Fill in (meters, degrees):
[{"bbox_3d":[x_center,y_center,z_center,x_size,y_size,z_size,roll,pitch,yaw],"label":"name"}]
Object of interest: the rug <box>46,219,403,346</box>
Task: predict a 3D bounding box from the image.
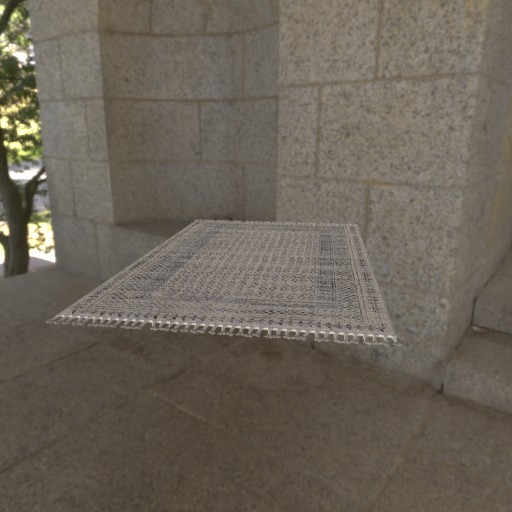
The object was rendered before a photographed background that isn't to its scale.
[{"bbox_3d":[0.000,0.000,3.042,1.548,0.013,2.486,2,16,8],"label":"rug"}]
